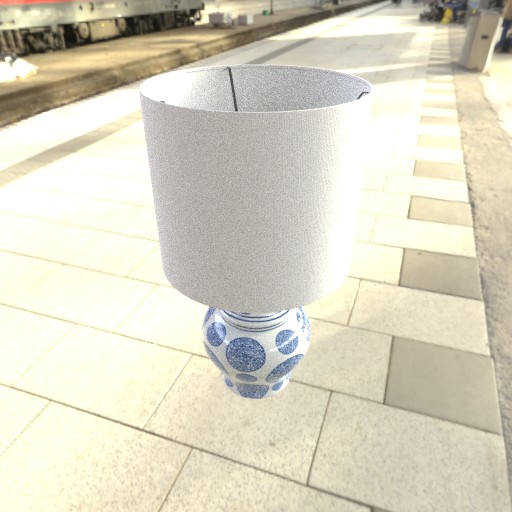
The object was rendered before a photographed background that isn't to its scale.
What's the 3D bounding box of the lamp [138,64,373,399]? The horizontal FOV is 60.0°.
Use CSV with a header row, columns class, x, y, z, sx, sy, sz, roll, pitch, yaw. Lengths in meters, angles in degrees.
class,x,y,z,sx,sy,sz,roll,pitch,yaw
lamp,0.000,0.000,0.515,0.215,0.381,0.215,9,33,15
